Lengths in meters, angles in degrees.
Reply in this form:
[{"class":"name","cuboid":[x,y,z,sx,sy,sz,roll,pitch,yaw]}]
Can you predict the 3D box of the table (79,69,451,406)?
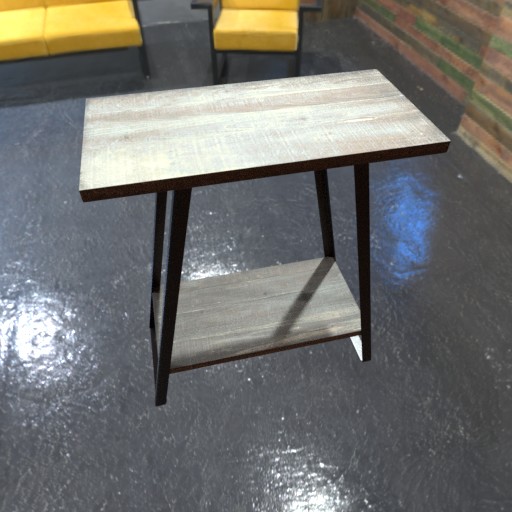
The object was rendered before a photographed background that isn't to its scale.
[{"class":"table","cuboid":[0.000,0.000,1.042,0.599,0.701,0.300,-9,46,-9]}]
